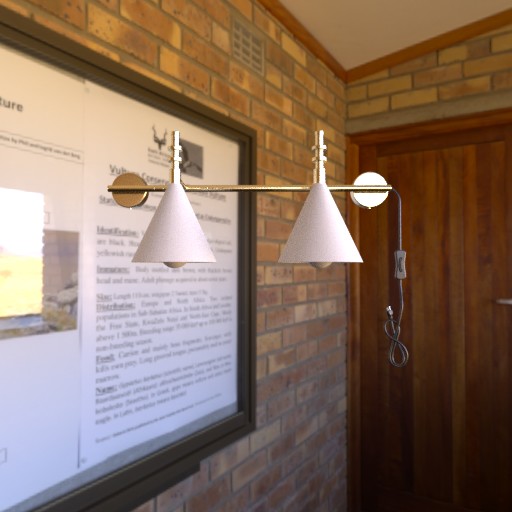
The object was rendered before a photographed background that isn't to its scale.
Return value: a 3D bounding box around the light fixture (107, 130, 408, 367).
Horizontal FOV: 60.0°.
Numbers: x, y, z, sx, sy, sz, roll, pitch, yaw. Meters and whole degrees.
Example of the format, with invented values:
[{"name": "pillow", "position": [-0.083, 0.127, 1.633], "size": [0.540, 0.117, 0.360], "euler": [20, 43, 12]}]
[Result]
[{"name": "light fixture", "position": [0.000, 0.000, 0.874], "size": [0.642, 0.468, 0.239], "euler": [0, -2, 1]}]
